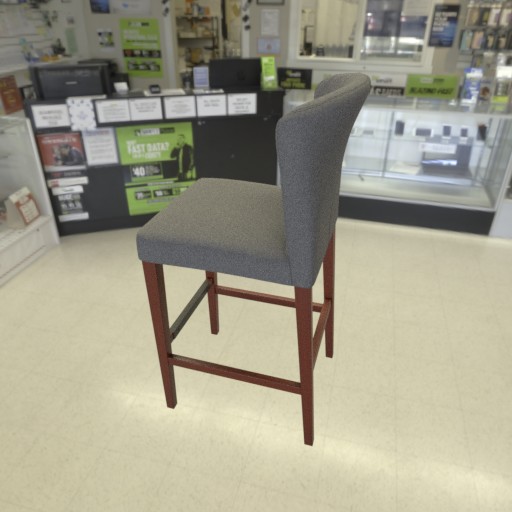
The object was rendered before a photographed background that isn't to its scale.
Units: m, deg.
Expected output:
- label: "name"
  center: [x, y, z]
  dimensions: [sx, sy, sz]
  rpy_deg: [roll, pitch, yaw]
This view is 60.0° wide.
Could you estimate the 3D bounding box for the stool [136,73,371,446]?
- label: "stool"
  center: [0.000, 0.000, 1.385]
  dimensions: [0.568, 1.069, 0.481]
  rpy_deg: [9, 32, 15]
